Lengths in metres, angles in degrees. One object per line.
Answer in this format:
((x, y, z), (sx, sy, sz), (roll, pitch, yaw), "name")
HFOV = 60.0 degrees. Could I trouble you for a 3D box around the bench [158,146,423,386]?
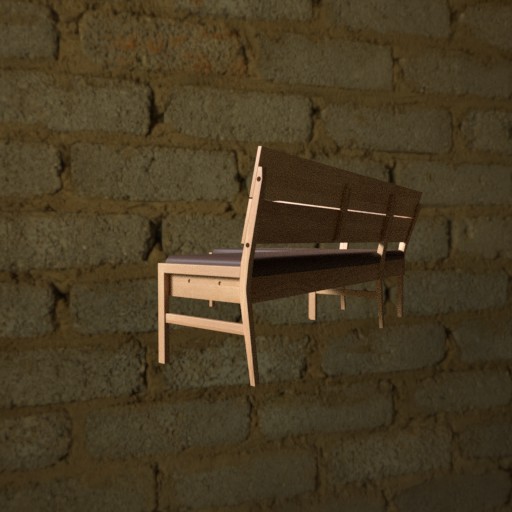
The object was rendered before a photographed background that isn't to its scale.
((0.000, 0.000, 2.856), (1.549, 0.890, 1.975), (1, 3, 36), "bench")
